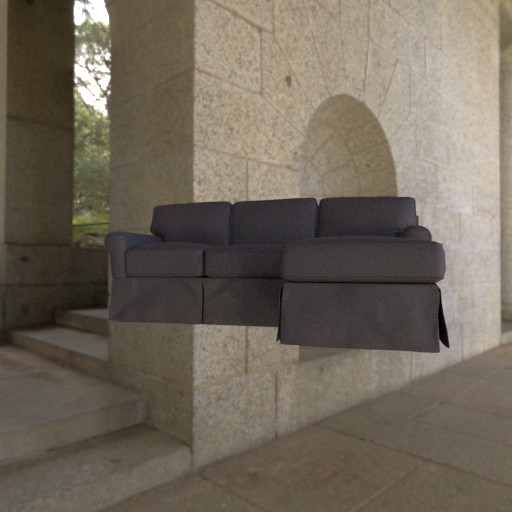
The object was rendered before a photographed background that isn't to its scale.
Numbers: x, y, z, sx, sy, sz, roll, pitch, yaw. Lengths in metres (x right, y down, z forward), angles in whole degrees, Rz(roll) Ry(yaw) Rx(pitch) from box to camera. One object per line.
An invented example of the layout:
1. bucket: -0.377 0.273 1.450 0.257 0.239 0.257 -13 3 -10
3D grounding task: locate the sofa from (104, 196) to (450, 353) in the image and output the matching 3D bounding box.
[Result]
1. sofa: 0.000 0.000 3.347 2.518 1.039 1.637 0 -1 15
